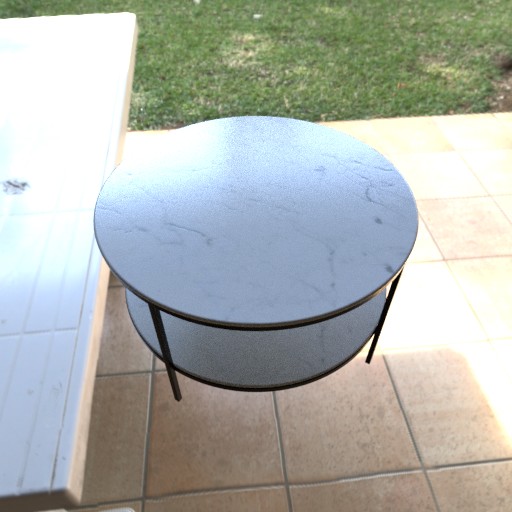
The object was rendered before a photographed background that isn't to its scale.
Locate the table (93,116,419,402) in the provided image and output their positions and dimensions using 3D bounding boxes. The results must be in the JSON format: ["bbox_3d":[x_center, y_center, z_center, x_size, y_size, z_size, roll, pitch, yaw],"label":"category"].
[{"bbox_3d":[0.000,0.000,1.284,0.800,0.450,0.800,0,46,0],"label":"table"}]
